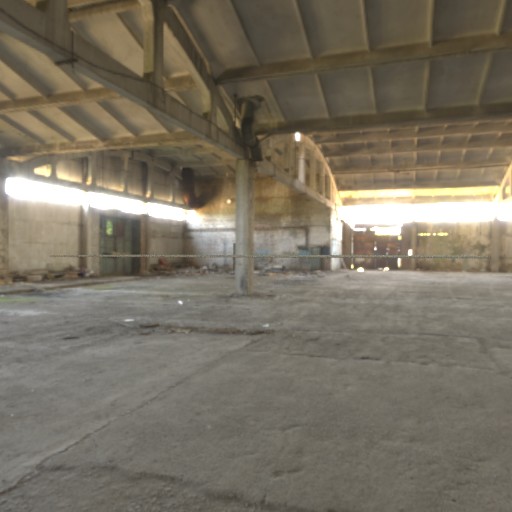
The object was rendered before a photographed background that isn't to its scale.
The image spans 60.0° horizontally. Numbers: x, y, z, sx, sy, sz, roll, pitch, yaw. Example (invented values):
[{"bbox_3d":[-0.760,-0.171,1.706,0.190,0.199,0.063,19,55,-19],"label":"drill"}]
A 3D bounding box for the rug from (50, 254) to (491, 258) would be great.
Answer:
[{"bbox_3d":[0.000,0.000,2.696,2.435,0.009,0.750,0,0,18],"label":"rug"}]
